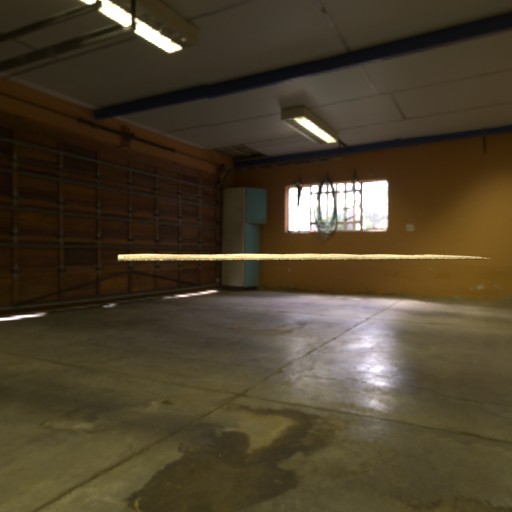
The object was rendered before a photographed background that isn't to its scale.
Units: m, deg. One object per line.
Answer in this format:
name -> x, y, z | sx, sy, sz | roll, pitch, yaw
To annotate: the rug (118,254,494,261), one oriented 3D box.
rug -> 0.000, 0.000, 4.066 | 2.426, 0.034, 3.061 | 0, 1, -17
